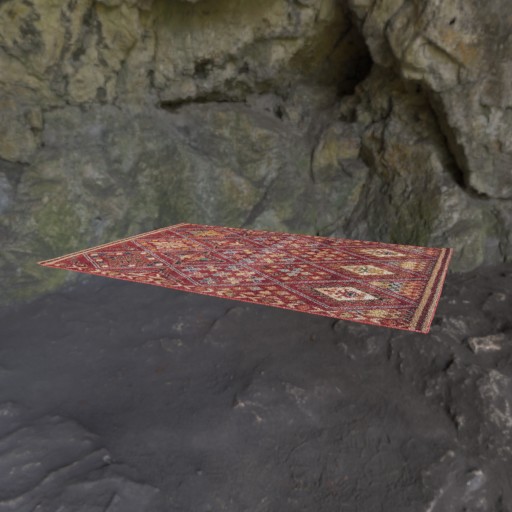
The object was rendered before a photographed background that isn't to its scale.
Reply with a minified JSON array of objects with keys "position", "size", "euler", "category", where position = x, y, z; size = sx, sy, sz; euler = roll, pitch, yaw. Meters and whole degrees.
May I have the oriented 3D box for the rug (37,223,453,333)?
[{"position":[0.000,0.000,2.901],"size":[2.286,0.026,1.521],"euler":[7,17,26],"category":"rug"}]
